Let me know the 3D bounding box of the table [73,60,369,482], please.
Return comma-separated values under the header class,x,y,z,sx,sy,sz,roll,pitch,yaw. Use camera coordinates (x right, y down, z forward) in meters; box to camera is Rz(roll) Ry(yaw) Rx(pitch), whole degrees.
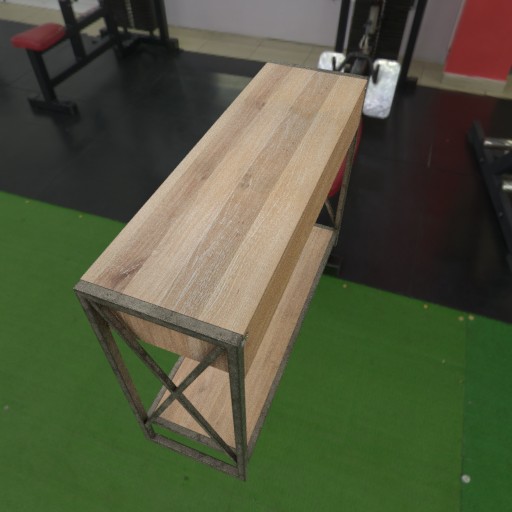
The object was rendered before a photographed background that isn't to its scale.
class,x,y,z,sx,sy,sz,roll,pitch,yaw
table,0.000,0.000,1.406,0.361,0.763,1.059,16,49,14
